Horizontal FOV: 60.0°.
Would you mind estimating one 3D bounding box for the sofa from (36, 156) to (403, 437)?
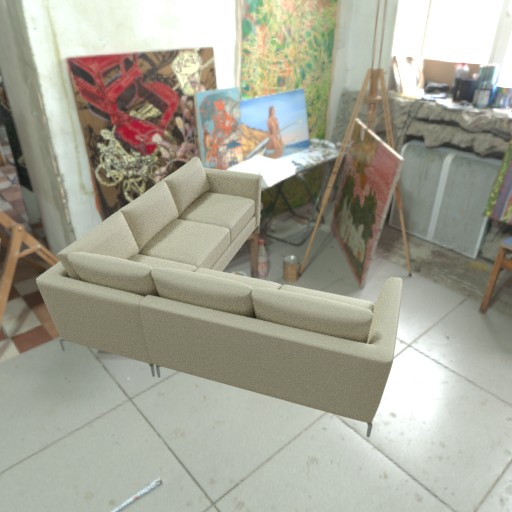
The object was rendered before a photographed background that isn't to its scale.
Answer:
[{"bbox_3d":[0.000,0.000,3.842,2.430,0.867,2.448,10,33,17],"label":"sofa"}]
